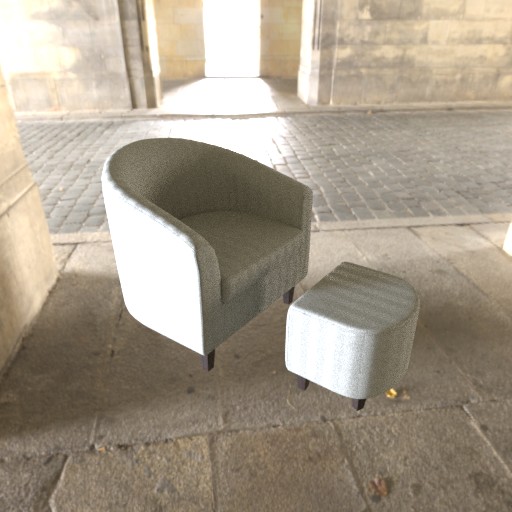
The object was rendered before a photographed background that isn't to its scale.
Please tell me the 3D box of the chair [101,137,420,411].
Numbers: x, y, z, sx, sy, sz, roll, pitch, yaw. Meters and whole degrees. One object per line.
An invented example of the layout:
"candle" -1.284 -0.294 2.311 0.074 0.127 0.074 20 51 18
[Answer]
"chair" 0.000 0.000 1.766 1.288 0.757 0.756 18 32 32
